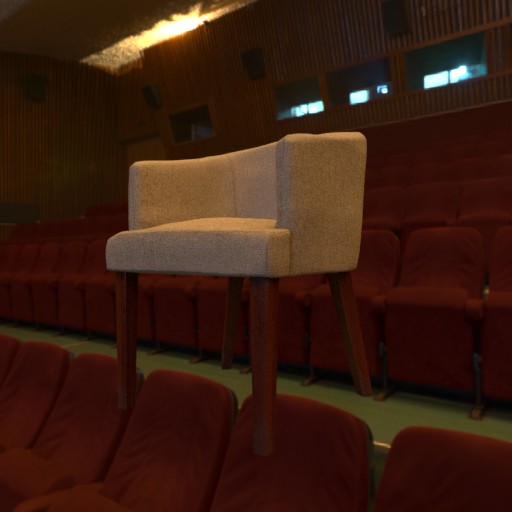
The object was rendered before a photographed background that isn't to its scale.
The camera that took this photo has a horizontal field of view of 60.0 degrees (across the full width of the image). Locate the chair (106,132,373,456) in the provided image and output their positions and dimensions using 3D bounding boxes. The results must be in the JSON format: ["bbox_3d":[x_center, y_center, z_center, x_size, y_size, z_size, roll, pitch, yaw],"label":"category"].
[{"bbox_3d":[0.000,0.000,1.279,0.583,0.811,0.655,0,0,36],"label":"chair"}]
